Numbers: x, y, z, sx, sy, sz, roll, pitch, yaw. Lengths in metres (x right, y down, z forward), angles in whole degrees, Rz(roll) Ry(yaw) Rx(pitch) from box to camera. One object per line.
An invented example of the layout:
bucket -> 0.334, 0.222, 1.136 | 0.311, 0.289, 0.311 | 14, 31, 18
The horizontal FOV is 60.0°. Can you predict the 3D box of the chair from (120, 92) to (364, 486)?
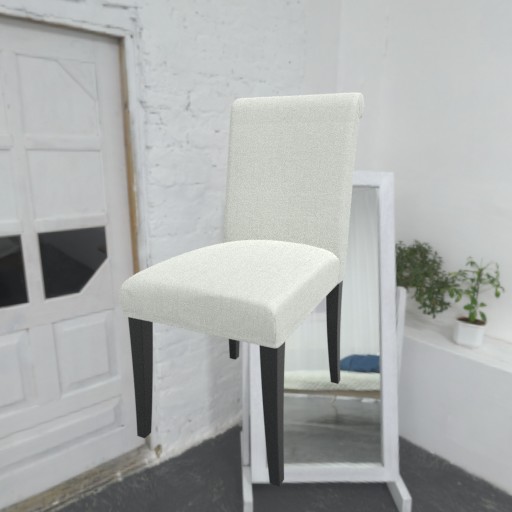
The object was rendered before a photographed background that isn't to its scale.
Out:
chair -> 0.000, 0.000, 1.348 | 0.452, 0.976, 0.708 | 7, 16, 25
